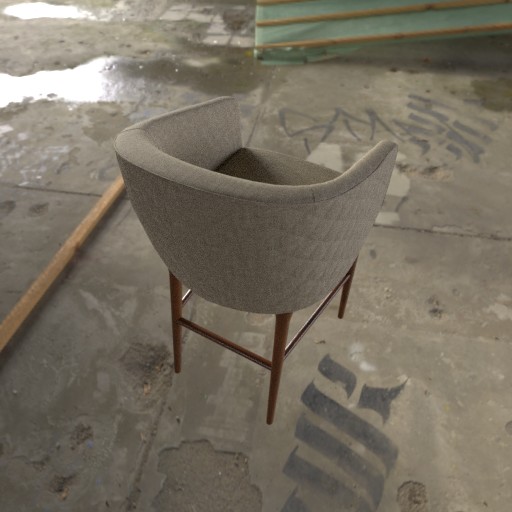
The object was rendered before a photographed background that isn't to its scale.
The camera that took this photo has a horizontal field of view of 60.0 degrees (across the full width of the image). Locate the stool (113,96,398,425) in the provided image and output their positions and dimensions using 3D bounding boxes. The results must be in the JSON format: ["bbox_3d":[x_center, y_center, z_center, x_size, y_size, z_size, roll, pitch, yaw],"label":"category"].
[{"bbox_3d":[0.000,0.000,1.323,0.559,0.952,0.635,22,50,20],"label":"stool"}]
